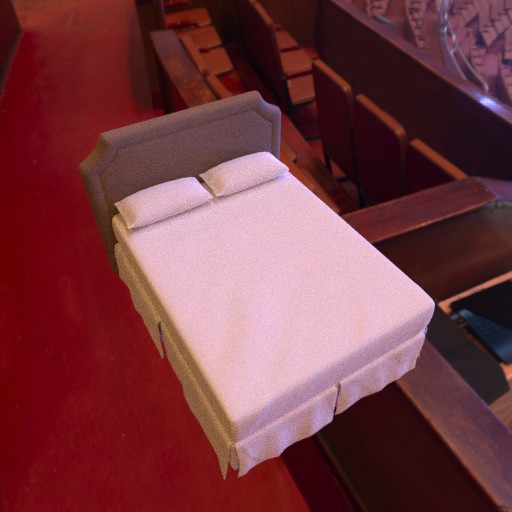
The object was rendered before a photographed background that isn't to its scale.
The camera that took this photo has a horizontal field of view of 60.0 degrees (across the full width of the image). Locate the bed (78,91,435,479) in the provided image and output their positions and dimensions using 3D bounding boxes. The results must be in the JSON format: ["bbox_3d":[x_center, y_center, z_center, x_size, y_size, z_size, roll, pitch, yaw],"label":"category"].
[{"bbox_3d":[0.000,0.000,3.130,1.693,1.290,2.116,-24,50,-21],"label":"bed"}]
